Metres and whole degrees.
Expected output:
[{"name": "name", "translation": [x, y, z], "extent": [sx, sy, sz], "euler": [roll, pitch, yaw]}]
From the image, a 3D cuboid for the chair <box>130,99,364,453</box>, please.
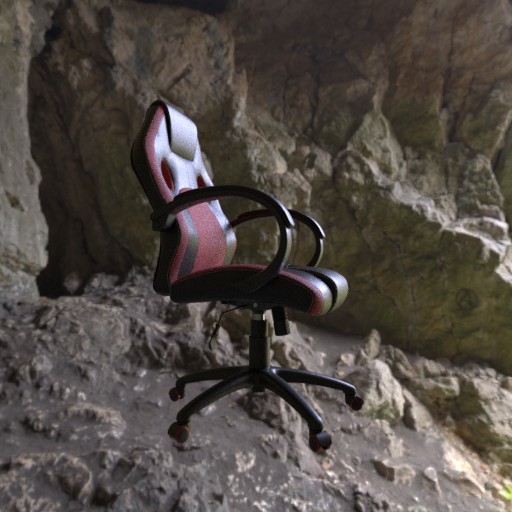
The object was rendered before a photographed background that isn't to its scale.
[{"name": "chair", "translation": [0.000, 0.000, 1.698], "extent": [0.783, 1.189, 0.750], "euler": [0, -1, 18]}]
